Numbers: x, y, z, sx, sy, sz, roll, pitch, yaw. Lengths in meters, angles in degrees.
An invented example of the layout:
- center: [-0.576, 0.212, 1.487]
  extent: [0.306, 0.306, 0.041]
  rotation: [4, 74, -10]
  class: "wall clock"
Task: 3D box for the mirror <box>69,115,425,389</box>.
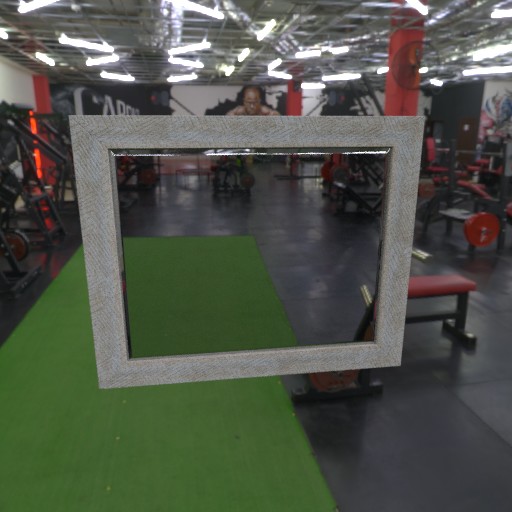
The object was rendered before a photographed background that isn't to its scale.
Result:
- center: [0.000, 0.000, 1.141]
  extent: [0.839, 0.689, 0.028]
  rotation: [-2, 16, -8]
  class: "mirror"
